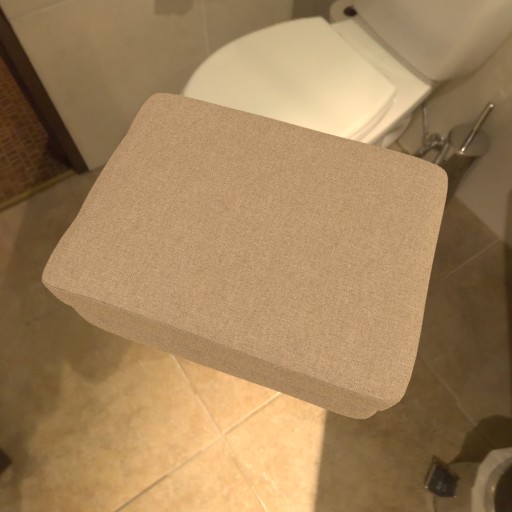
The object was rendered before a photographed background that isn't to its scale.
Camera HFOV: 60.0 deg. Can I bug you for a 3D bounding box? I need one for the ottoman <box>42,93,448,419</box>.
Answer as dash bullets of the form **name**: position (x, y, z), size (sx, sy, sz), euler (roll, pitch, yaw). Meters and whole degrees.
- **ottoman**: position (0.000, 0.000, 1.306), size (0.898, 0.519, 0.677), euler (17, 65, 8)
